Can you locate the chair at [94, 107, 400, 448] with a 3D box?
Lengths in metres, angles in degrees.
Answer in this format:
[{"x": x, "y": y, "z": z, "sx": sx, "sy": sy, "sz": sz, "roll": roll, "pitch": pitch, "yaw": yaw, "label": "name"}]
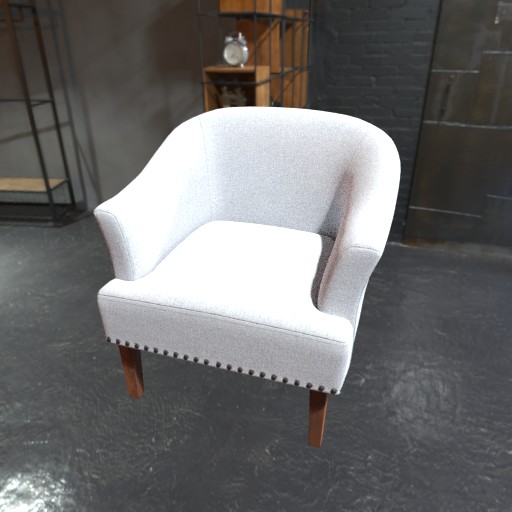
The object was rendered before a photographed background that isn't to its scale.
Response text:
[{"x": 0.000, "y": 0.000, "z": 1.410, "sx": 0.798, "sy": 0.815, "sz": 0.704, "roll": 9, "pitch": 28, "yaw": 17, "label": "chair"}]
